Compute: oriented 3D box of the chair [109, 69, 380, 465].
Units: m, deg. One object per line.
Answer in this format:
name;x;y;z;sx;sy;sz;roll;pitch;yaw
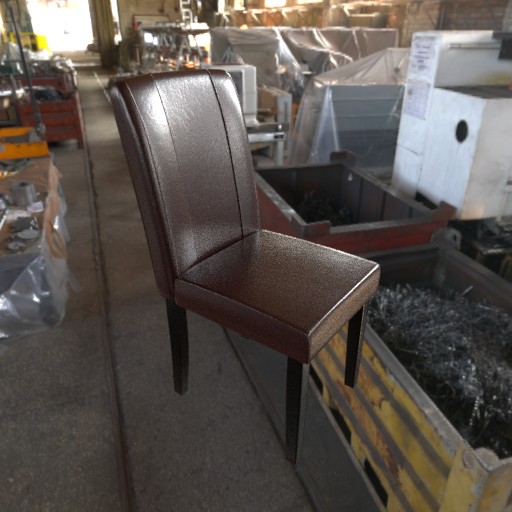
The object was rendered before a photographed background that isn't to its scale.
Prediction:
chair;0.000;0.000;1.192;0.556;0.897;0.399;19;33;32
